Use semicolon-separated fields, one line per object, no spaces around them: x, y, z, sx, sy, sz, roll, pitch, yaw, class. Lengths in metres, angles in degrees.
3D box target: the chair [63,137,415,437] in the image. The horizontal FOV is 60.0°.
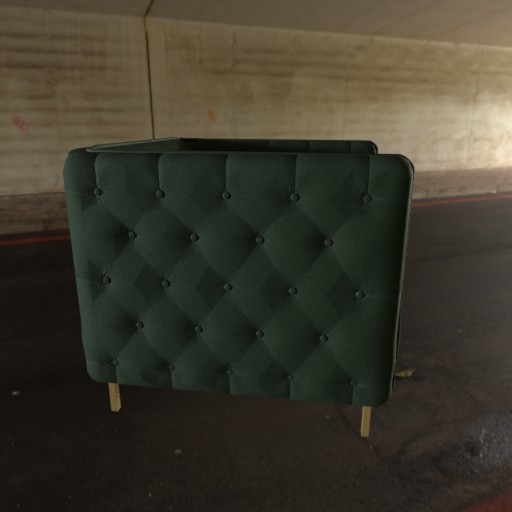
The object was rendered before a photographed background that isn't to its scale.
0.000;0.000;1.524;0.855;0.768;0.917;3;17;8;chair
